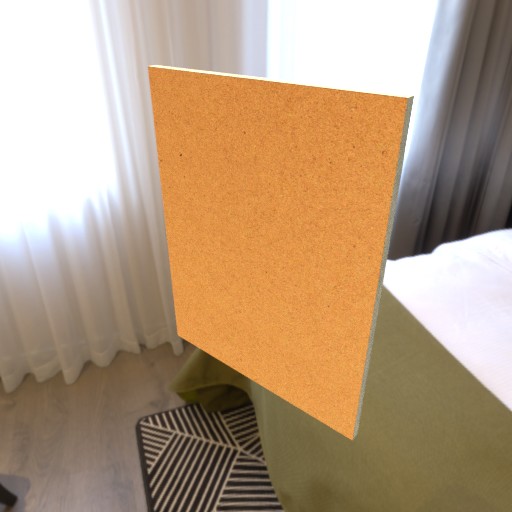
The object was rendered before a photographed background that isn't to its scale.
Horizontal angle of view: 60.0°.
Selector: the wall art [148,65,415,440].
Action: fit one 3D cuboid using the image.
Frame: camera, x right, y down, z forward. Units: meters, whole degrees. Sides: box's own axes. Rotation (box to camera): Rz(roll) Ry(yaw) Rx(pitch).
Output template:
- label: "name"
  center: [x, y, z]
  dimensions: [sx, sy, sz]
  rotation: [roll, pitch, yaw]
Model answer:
- label: "wall art"
  center: [0.000, 0.000, 0.815]
  dimensions: [0.481, 0.613, 0.020]
  rotation: [22, 36, 33]
